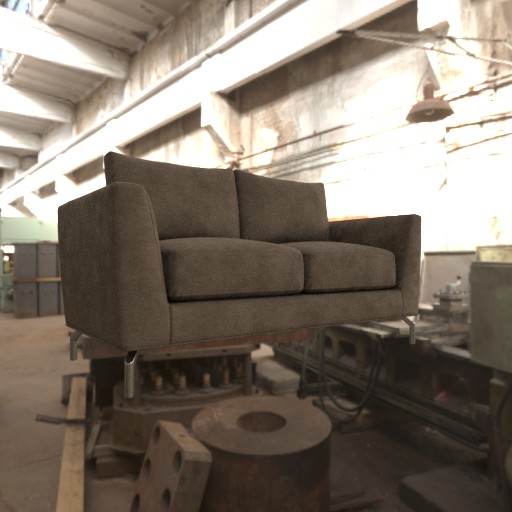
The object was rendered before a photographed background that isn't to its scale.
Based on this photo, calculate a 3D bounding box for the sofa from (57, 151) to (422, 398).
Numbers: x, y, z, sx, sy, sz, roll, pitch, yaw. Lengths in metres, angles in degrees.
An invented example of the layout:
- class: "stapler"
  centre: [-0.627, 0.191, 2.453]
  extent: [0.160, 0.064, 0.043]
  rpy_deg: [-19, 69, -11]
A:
- class: "sofa"
  centre: [0.000, 0.000, 2.380]
  extent: [1.832, 1.013, 0.855]
  rpy_deg: [1, -1, -37]
